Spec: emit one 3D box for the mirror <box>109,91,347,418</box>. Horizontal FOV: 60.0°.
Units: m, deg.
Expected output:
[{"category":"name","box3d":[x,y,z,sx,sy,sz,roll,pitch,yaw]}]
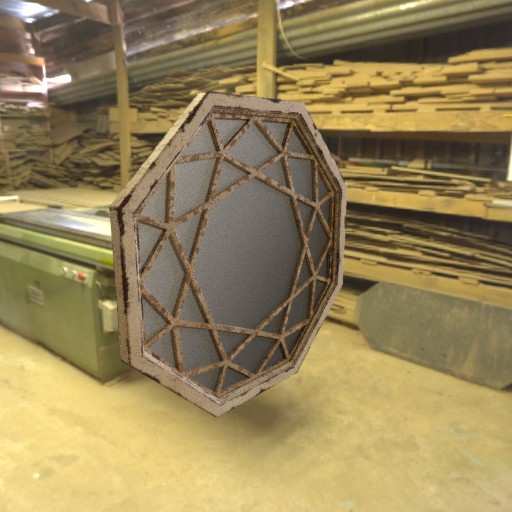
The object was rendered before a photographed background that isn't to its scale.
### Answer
[{"category":"mirror","box3d":[0.000,0.000,0.957,0.031,0.648,0.648,13,18,42]}]
